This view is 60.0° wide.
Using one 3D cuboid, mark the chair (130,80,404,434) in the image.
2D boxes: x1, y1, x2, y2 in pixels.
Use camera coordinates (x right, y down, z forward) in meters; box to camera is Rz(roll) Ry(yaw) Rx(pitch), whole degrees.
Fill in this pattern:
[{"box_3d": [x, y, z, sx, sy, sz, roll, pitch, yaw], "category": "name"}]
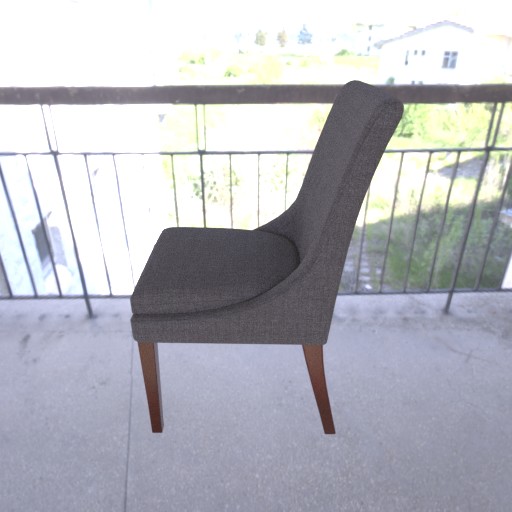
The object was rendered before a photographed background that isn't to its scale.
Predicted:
[{"box_3d": [0.000, 0.000, 1.333, 0.655, 0.952, 0.508, 0, 27, 0], "category": "chair"}]
